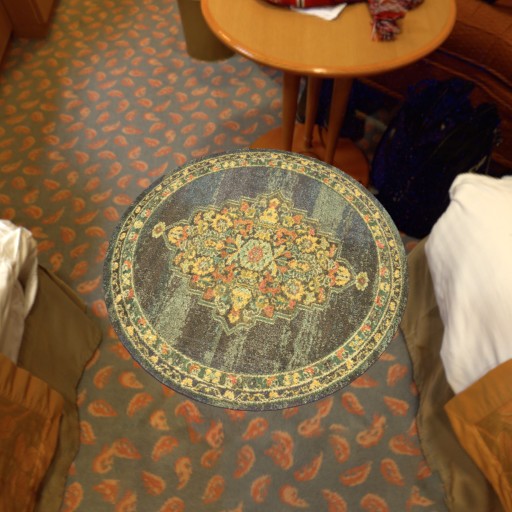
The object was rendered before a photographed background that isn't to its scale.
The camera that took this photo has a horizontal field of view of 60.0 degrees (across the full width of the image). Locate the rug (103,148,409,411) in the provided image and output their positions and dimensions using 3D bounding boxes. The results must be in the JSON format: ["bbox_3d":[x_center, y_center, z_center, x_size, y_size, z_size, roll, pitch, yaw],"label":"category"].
[{"bbox_3d":[0.000,0.000,3.510,2.386,0.014,2.386,0,58,0],"label":"rug"}]
